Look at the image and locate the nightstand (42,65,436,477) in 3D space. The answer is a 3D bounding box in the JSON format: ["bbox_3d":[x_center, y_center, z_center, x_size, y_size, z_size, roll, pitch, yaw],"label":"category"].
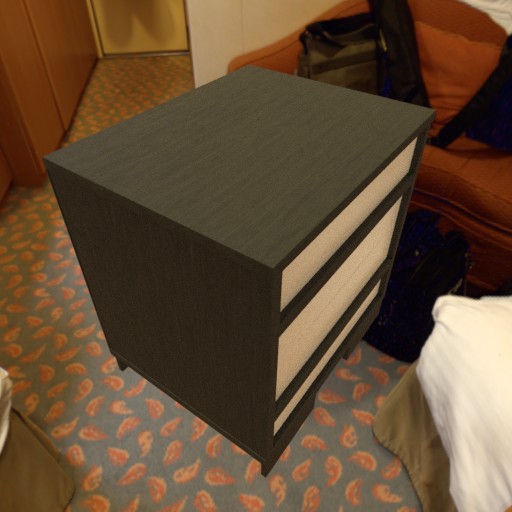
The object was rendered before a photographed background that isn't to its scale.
[{"bbox_3d":[0.000,0.000,0.747,0.347,0.448,0.427,26,47,26],"label":"nightstand"}]
